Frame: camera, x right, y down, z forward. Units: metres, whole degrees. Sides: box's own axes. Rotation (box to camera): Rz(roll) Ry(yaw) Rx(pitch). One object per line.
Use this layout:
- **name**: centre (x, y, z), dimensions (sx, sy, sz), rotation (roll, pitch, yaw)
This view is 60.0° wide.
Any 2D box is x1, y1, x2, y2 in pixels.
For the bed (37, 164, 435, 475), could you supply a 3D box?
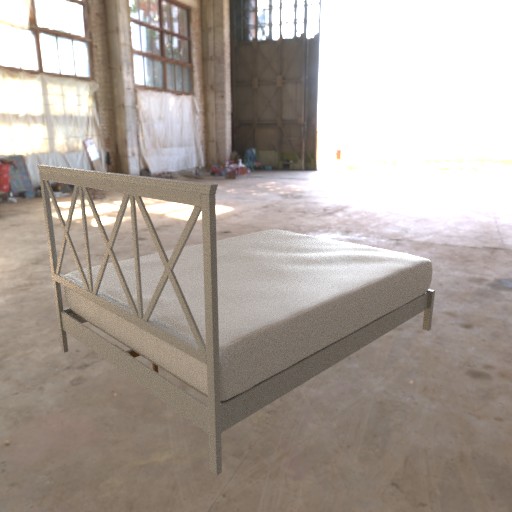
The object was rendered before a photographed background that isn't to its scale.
- **bed**: centre (0.000, 0.000, 3.048), dimensions (1.673, 1.253, 2.135), rotation (15, 21, 43)
